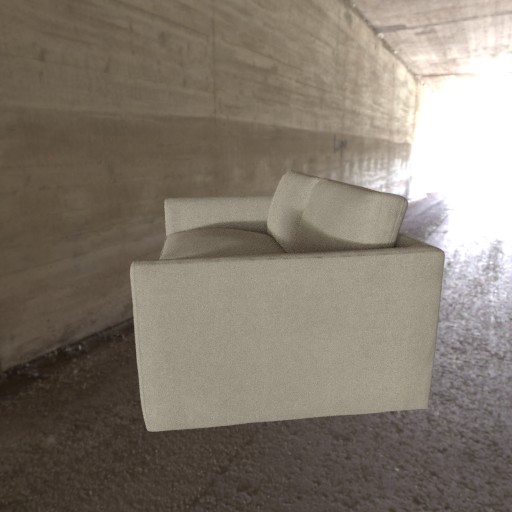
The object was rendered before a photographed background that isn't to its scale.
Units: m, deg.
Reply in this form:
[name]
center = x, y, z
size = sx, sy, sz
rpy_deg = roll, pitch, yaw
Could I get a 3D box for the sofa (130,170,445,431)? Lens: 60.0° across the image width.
[sofa]
center = 0.000, 0.000, 2.432
size = 1.091, 0.839, 1.905
rpy_deg = -2, 14, -8
